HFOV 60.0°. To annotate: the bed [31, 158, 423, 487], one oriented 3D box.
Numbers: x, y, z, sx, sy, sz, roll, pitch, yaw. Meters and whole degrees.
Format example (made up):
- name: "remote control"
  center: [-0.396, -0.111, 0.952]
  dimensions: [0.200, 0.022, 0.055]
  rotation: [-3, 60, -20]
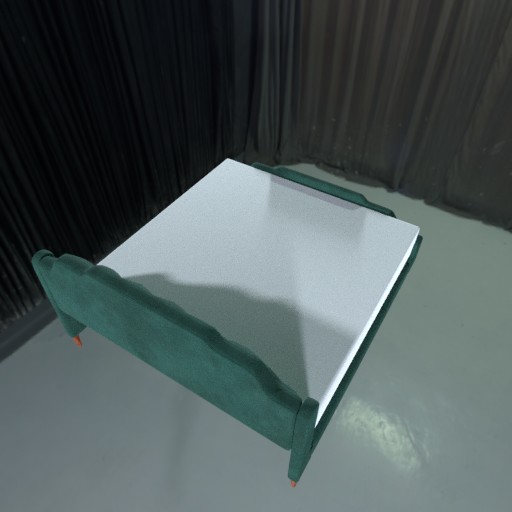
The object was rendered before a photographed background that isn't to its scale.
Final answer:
- name: "bed"
  center: [0.000, 0.000, 3.508]
  dimensions: [2.074, 1.245, 2.340]
  rotation: [24, 50, 22]
